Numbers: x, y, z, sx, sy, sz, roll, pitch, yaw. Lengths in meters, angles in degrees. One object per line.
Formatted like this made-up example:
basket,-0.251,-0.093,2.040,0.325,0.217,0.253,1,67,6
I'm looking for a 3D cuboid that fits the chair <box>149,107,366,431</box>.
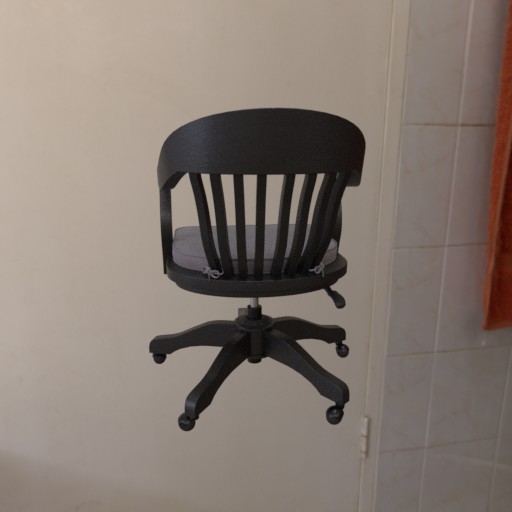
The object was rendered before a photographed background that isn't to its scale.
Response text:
chair,0.000,0.000,1.465,0.750,0.878,0.788,-2,14,-8
